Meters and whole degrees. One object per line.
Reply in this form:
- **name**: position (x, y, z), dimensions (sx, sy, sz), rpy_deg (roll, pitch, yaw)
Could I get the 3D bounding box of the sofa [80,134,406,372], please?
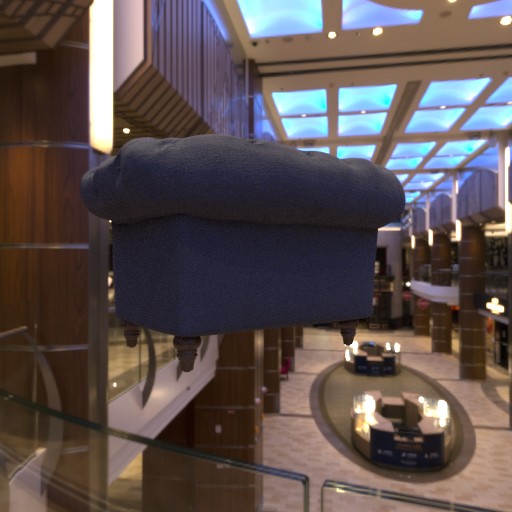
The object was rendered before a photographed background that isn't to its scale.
- **sofa**: position (0.000, 0.000, 2.070), dimensions (1.405, 0.878, 1.032), rpy_deg (1, -1, -36)
